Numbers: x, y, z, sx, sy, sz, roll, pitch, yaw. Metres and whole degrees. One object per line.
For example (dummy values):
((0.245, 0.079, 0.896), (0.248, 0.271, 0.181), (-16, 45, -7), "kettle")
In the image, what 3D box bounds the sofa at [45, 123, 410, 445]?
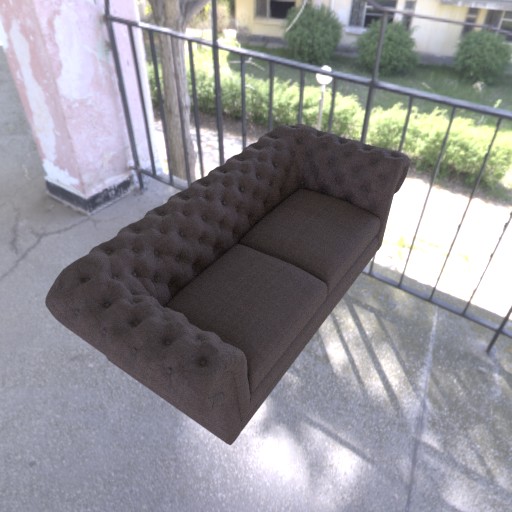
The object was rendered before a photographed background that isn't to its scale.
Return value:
((0.000, 0.000, 2.509), (0.944, 0.780, 2.048), (25, 47, 25), "sofa")
